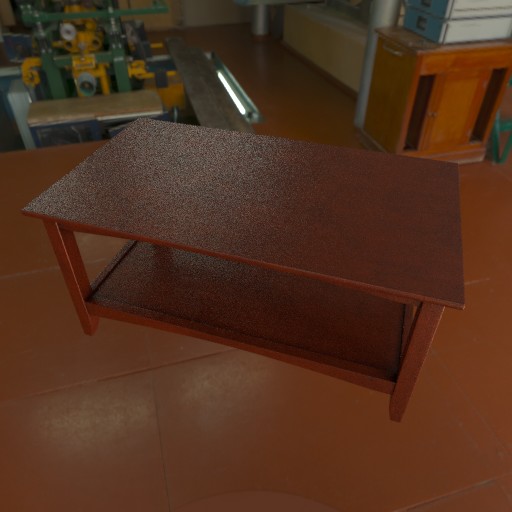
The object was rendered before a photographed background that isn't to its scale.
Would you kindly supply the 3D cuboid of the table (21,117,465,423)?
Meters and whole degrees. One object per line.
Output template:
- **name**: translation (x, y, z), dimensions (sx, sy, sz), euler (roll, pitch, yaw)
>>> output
- **table**: translation (0.000, 0.000, 1.224), dimensions (0.943, 0.456, 0.533), euler (12, 42, 14)
